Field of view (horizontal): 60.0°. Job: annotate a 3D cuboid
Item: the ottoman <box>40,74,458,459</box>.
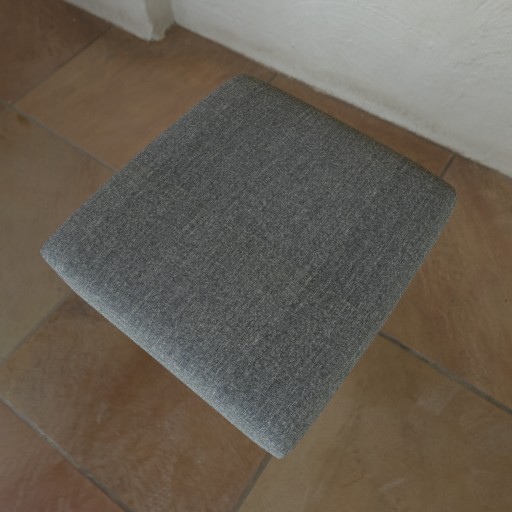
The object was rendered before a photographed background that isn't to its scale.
[{"bbox_3d":[0.000,0.000,1.054,0.648,0.399,0.655,34,68,16],"label":"ottoman"}]
